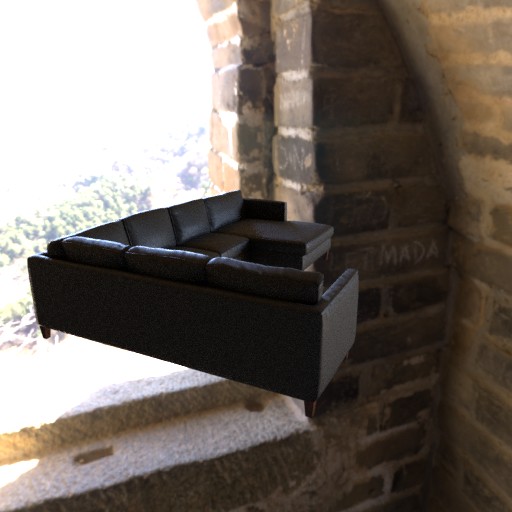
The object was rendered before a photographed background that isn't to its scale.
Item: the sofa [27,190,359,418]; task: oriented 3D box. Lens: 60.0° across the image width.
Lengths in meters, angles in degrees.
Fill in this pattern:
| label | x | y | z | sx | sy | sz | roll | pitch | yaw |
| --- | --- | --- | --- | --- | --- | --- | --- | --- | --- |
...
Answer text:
| label | x | y | z | sx | sy | sz | roll | pitch | yaw |
| --- | --- | --- | --- | --- | --- | --- | --- | --- | --- |
| sofa | 0.000 | 0.000 | 4.651 | 2.593 | 0.923 | 3.460 | 8 | 18 | 25 |
